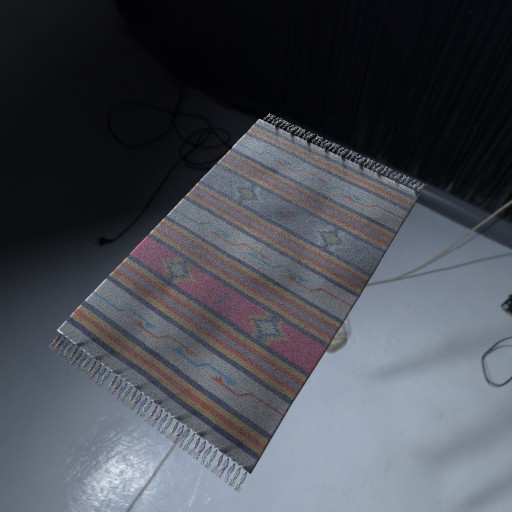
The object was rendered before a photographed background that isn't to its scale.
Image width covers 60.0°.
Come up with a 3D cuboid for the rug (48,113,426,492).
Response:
[{"bbox_3d":[0.000,0.000,2.250,1.084,0.013,1.849,30,63,17],"label":"rug"}]
